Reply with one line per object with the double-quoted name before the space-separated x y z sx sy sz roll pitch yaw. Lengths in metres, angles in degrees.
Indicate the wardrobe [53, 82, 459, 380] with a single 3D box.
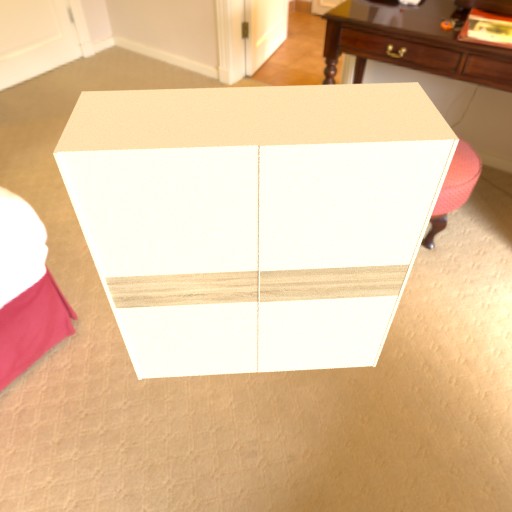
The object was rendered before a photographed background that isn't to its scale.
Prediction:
"wardrobe" 0.000 0.000 2.924 1.830 2.020 0.600 -3 46 -2
